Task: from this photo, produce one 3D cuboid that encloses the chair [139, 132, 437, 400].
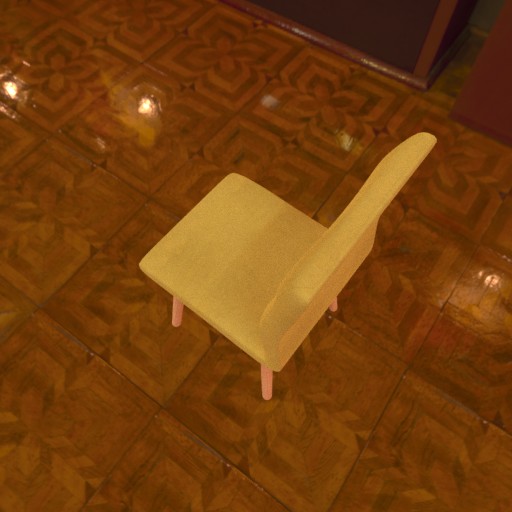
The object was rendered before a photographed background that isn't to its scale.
[{"bbox_3d":[0.000,0.000,1.268,0.550,0.965,0.450,35,67,17],"label":"chair"}]
